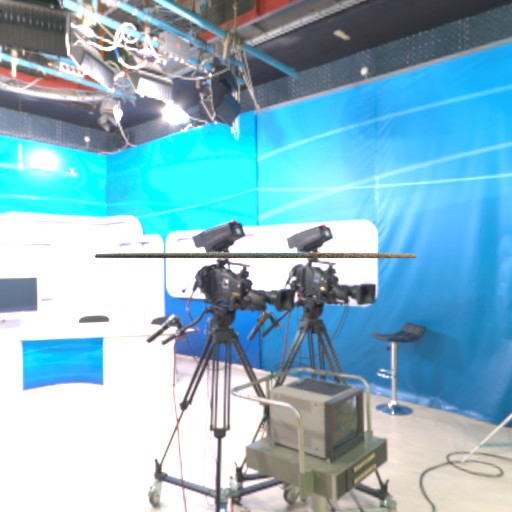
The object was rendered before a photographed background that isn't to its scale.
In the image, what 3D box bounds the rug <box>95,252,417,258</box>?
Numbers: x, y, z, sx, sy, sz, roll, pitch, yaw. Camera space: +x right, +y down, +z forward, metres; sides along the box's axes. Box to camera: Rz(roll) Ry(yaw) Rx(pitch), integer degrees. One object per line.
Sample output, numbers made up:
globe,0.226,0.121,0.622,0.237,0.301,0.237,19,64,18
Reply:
rug,0.000,0.000,3.602,2.461,0.033,2.461,0,0,0
